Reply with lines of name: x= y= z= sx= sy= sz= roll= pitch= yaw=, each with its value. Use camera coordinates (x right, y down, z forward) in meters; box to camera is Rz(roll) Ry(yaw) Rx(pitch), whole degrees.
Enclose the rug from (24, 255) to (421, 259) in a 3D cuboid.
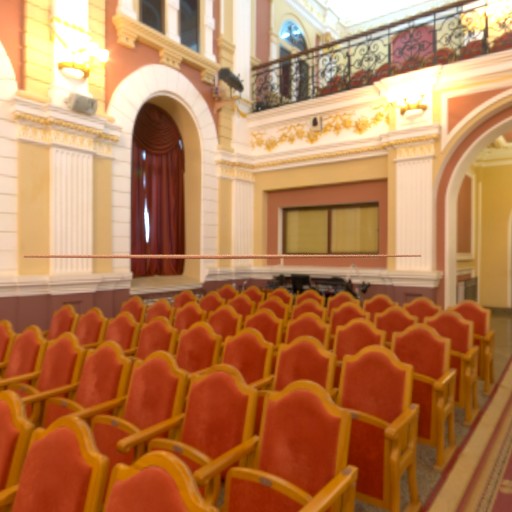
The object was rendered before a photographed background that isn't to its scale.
rug: x=0.000 y=0.000 z=3.064 sx=1.523 sy=0.014 sz=2.438 roll=0 pitch=0 yaw=37
